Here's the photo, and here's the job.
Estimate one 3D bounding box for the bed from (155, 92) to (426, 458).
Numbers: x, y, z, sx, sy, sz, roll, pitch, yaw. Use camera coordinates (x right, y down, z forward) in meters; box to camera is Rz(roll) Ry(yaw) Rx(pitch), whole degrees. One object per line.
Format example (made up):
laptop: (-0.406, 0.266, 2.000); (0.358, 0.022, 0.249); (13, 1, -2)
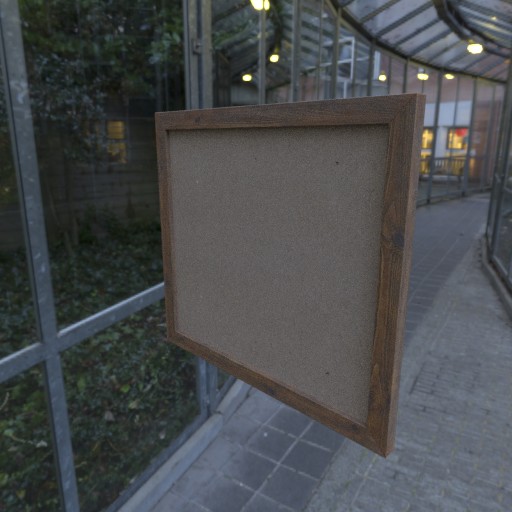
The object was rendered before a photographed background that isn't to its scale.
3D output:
bed: (0.000, 0.000, 1.463); (0.046, 0.942, 1.046); (-14, 20, -43)
